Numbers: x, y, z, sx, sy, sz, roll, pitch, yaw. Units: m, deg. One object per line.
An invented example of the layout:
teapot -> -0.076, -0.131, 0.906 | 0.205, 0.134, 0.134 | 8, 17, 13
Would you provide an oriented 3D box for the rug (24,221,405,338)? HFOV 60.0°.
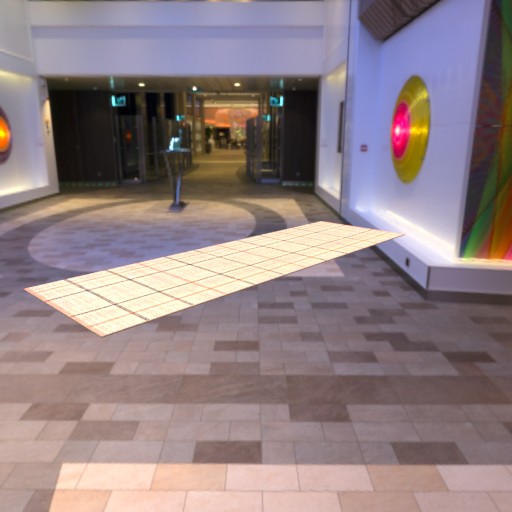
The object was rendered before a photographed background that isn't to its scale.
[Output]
rug -> 0.000, 0.000, 2.730 | 0.762, 0.008, 2.439 | 14, 20, 42
